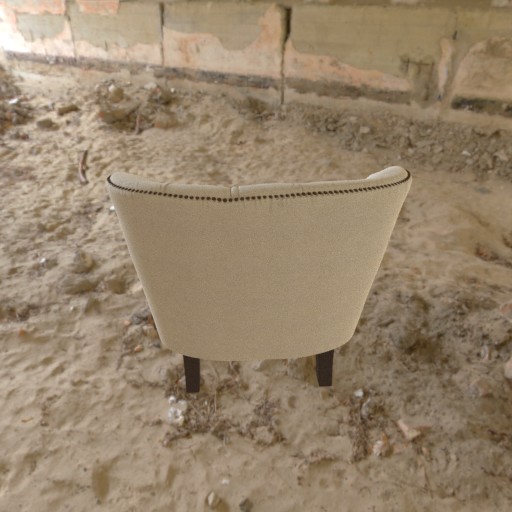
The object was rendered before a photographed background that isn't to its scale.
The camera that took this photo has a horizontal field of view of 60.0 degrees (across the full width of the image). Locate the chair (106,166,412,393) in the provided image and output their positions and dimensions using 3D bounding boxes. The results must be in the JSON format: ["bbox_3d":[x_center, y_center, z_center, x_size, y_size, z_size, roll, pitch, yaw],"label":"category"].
[{"bbox_3d":[0.000,0.000,1.610,0.848,0.868,0.906,-2,30,-3],"label":"chair"}]
